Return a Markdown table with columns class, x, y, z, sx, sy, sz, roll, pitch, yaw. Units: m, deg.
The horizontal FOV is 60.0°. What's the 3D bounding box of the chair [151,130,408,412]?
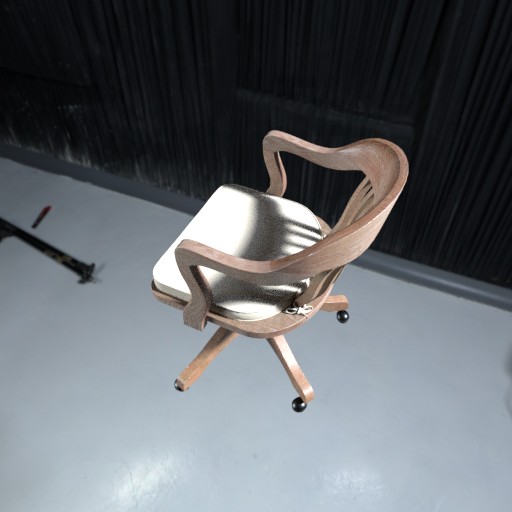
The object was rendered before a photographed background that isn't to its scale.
| class | x | y | z | sx | sy | sz | roll | pitch | yaw |
| --- | --- | --- | --- | --- | --- | --- | --- | --- | --- |
| chair | 0.000 | 0.000 | 1.486 | 0.788 | 0.878 | 0.750 | 18 | 49 | 16 |
